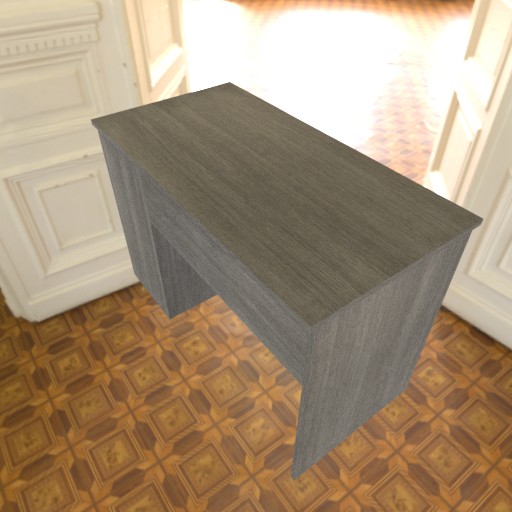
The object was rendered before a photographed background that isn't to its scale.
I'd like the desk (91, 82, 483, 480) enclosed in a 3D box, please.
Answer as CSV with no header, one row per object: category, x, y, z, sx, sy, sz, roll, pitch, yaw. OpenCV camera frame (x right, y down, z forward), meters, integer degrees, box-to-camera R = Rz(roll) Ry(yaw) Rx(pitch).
desk,0.000,0.000,1.523,0.560,0.735,1.097,-26,48,-26
